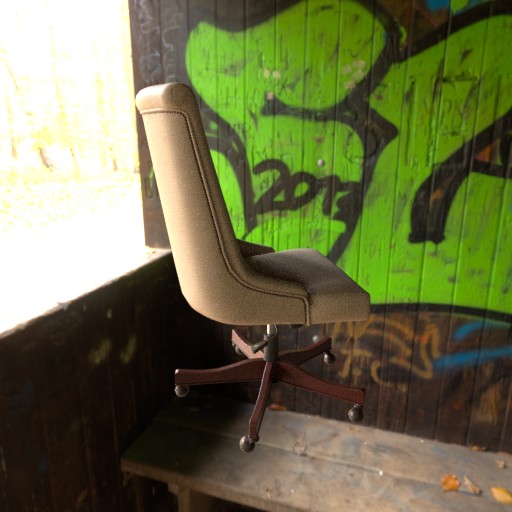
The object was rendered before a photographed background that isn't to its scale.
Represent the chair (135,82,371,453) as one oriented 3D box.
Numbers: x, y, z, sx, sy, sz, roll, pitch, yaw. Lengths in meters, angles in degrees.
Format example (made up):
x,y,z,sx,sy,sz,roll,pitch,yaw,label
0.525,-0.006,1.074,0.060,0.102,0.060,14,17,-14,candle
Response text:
x,y,z,sx,sy,sz,roll,pitch,yaw,label
0.000,0.000,1.444,0.696,1.010,0.645,-3,16,-9,chair
